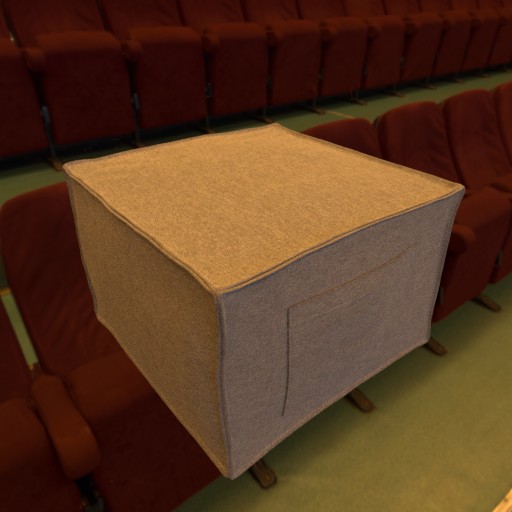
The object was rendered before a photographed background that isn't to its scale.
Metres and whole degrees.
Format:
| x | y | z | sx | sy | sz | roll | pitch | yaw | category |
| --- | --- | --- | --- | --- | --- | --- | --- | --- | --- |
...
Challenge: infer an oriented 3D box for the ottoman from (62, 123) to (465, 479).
| x | y | z | sx | sy | sz | roll | pitch | yaw | category |
| --- | --- | --- | --- | --- | --- | --- | --- | --- | --- |
| 0.000 | 0.000 | 1.128 | 0.707 | 0.470 | 0.696 | -22 | 37 | -32 | ottoman |
